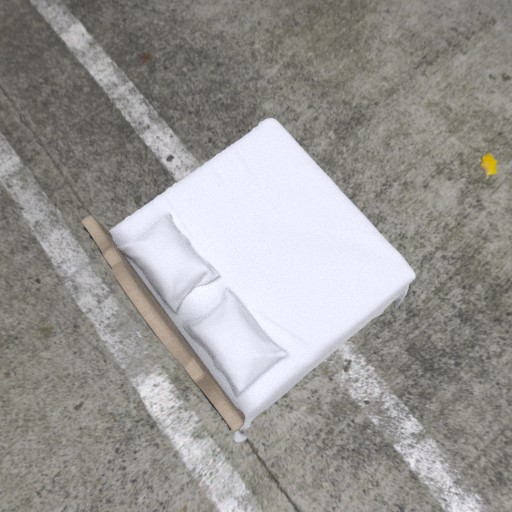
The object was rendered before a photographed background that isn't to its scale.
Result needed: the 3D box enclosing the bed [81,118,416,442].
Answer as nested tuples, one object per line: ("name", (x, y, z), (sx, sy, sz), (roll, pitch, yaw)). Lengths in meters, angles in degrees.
("bed", (0.000, 0.000, 3.802), (2.222, 1.631, 2.303), (-37, 78, -10))
